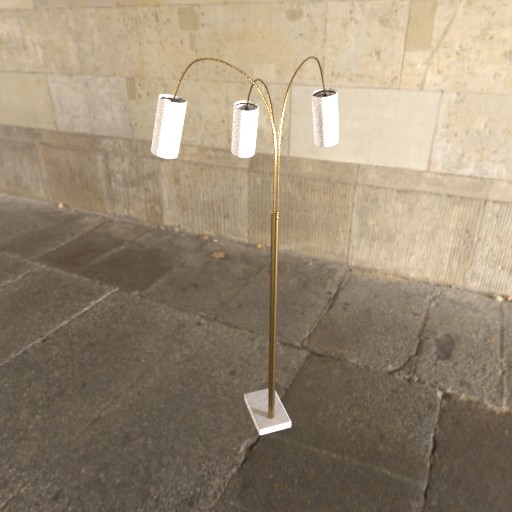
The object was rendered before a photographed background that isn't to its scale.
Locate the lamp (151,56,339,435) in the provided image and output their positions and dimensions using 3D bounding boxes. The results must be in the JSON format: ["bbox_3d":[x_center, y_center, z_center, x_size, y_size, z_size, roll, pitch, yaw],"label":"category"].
[{"bbox_3d":[0.000,0.000,2.502,1.020,2.055,0.667,-8,27,-16],"label":"lamp"}]
